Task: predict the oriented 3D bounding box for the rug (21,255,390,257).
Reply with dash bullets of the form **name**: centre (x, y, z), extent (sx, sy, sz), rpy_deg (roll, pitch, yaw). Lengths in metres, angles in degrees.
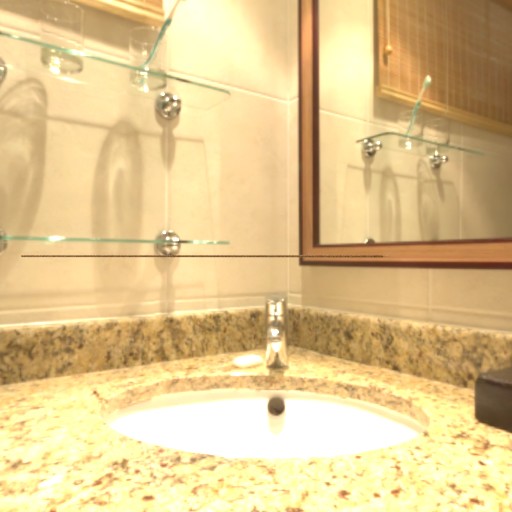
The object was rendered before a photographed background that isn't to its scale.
- **rug**: centre (0.000, 0.000, 4.267), extent (2.448, 0.013, 3.205), rpy_deg (0, 0, 17)
